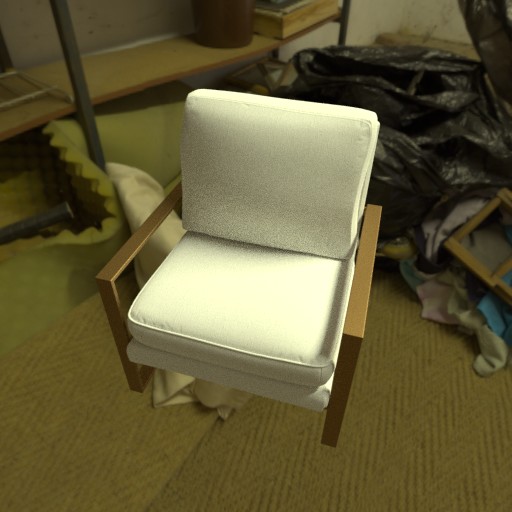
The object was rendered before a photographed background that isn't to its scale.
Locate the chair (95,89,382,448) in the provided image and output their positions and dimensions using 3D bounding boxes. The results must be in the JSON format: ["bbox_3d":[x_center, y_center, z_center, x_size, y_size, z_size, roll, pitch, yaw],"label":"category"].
[{"bbox_3d":[0.000,0.000,1.585,0.805,0.966,0.813,11,42,12],"label":"chair"}]
